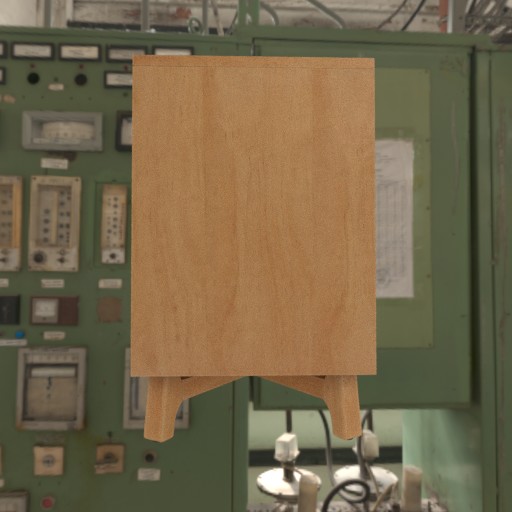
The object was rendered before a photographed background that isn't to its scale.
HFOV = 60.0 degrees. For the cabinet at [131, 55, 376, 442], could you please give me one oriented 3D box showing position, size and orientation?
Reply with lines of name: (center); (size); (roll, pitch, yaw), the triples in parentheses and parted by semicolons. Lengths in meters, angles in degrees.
cabinet: (0.000, 0.000, 0.948); (0.394, 0.599, 0.551); (0, -1, -2)
